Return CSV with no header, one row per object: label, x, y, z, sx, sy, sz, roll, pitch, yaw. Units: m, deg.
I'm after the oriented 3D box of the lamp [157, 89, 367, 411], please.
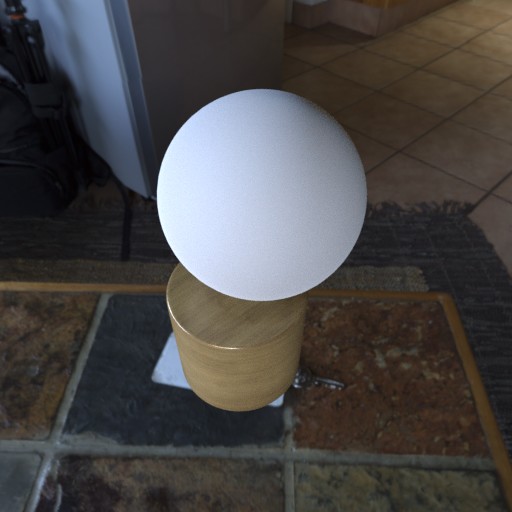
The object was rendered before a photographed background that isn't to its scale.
lamp,0.000,0.000,0.344,0.152,0.250,0.141,-33,55,-27
